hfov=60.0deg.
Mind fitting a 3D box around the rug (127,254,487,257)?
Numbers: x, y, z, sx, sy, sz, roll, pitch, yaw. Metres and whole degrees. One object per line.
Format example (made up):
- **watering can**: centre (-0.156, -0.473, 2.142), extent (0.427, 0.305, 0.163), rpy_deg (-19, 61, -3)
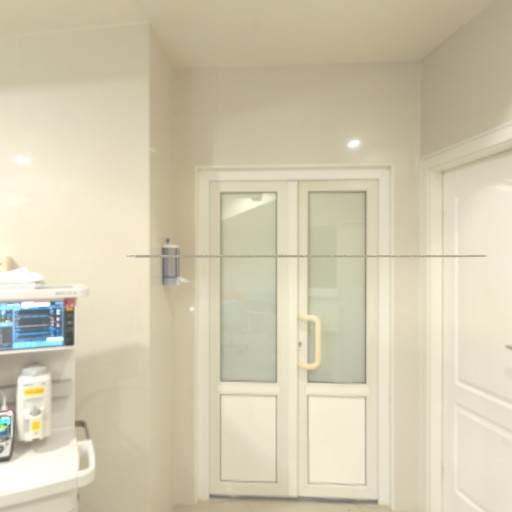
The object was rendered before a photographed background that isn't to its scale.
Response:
- **rug**: centre (0.000, 0.000, 4.422), extent (2.448, 0.020, 3.359), rpy_deg (0, 0, -17)
